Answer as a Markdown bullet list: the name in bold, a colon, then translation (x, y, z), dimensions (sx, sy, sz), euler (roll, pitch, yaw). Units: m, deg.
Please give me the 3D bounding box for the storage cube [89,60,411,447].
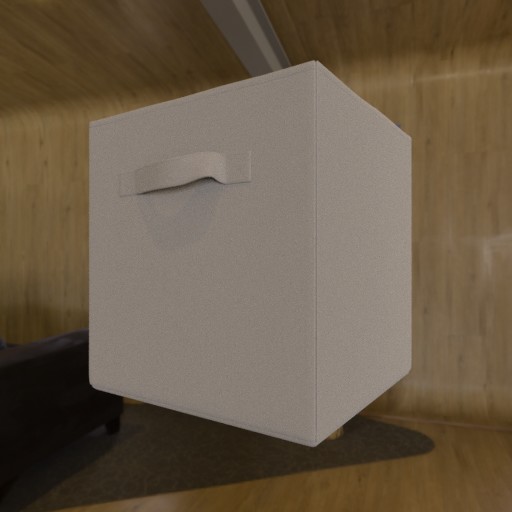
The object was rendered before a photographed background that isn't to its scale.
- **storage cube**: translation (0.000, 0.000, 0.487), dimensions (0.270, 0.280, 0.270), euler (0, 0, 34)
